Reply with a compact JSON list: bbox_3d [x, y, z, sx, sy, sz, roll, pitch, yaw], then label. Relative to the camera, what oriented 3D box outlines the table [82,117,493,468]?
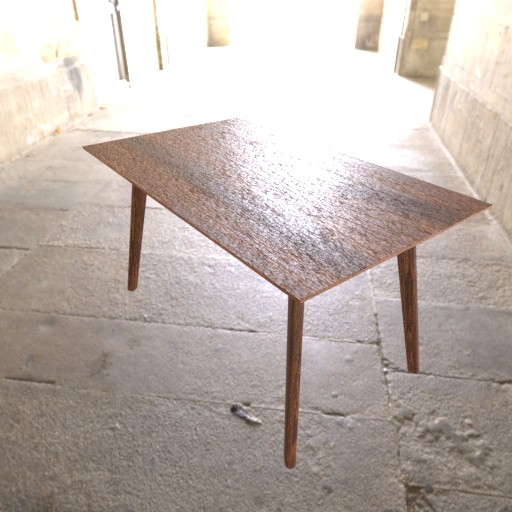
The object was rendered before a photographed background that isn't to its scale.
[{"bbox_3d":[0.000,0.000,1.799,0.801,0.724,1.349,-22,38,-31],"label":"table"}]
